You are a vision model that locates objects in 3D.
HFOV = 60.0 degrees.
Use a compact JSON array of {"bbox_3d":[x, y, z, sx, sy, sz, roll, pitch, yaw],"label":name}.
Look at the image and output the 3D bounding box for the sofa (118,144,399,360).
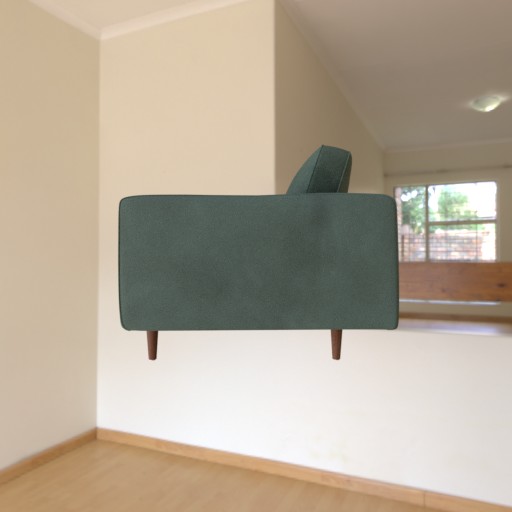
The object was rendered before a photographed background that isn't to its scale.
[{"bbox_3d":[0.000,0.000,2.341,0.916,0.772,1.880,0,-1,0],"label":"sofa"}]
